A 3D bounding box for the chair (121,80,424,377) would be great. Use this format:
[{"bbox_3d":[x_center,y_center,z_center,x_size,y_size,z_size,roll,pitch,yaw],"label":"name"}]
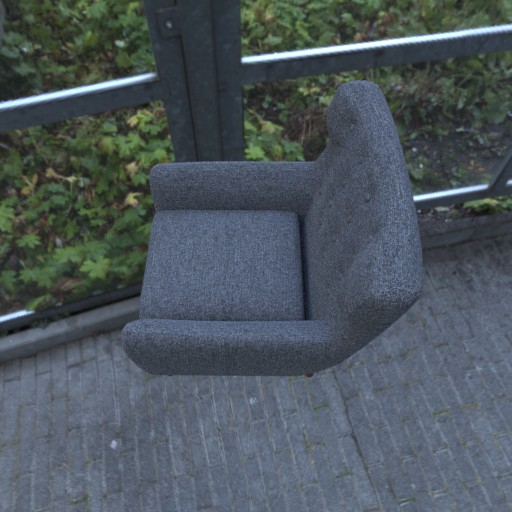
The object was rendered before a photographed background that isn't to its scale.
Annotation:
[{"bbox_3d":[0.000,0.000,1.772,0.940,1.039,0.889,0,58,0],"label":"chair"}]
